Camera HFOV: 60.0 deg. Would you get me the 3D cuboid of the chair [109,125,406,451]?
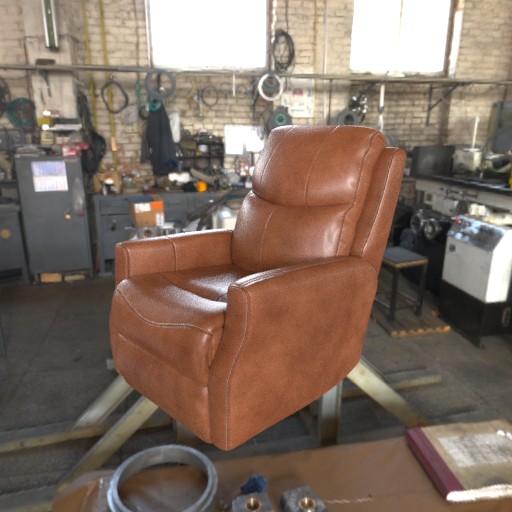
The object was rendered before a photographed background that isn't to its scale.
[{"bbox_3d":[0.000,0.000,1.798,0.821,1.016,1.072,16,23,42],"label":"chair"}]
